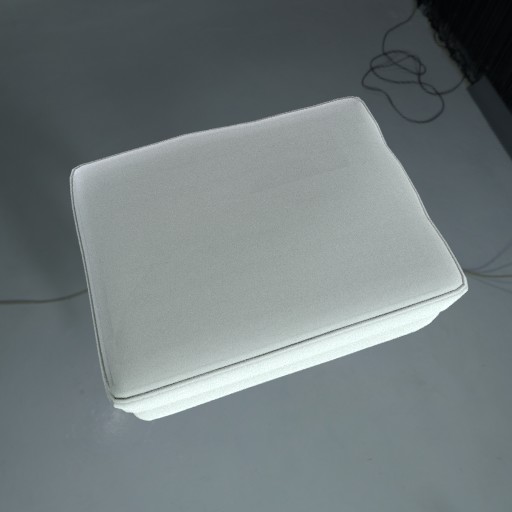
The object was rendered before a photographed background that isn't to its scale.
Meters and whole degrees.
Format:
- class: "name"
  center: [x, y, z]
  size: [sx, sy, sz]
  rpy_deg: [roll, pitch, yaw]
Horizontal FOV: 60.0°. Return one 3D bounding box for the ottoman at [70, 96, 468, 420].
- class: "ottoman"
  center: [0.000, 0.000, 1.207]
  size: [0.818, 0.479, 0.634]
  rpy_deg: [-17, 65, -8]
